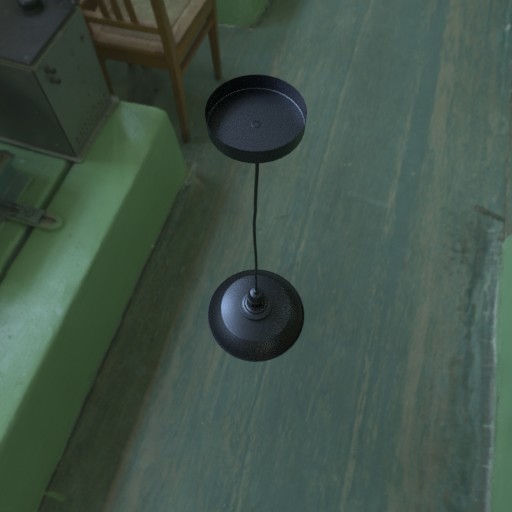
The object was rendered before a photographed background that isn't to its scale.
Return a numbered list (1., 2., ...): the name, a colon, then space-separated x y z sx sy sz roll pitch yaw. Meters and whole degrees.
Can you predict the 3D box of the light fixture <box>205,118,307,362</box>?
1. light fixture: 0.000 0.000 1.121 0.331 0.993 0.331 13 64 7
